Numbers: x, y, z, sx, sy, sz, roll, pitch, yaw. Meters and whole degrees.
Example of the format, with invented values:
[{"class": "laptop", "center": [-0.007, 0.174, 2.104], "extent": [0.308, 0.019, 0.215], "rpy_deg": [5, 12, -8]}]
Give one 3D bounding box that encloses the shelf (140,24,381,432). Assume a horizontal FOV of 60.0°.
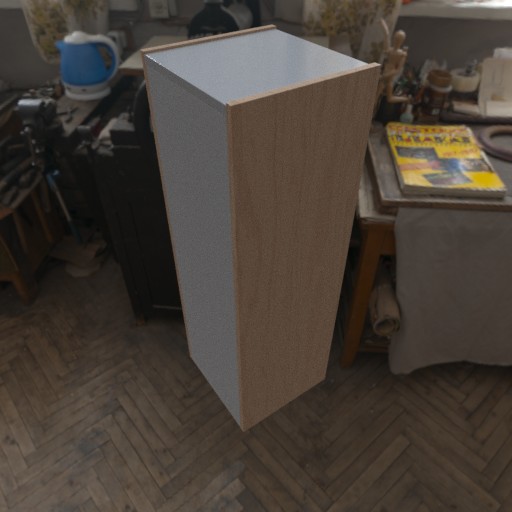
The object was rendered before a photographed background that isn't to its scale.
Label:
[{"class": "shelf", "center": [0.000, 0.000, 1.050], "extent": [0.290, 0.900, 0.300], "rpy_deg": [-25, 47, -25]}]
